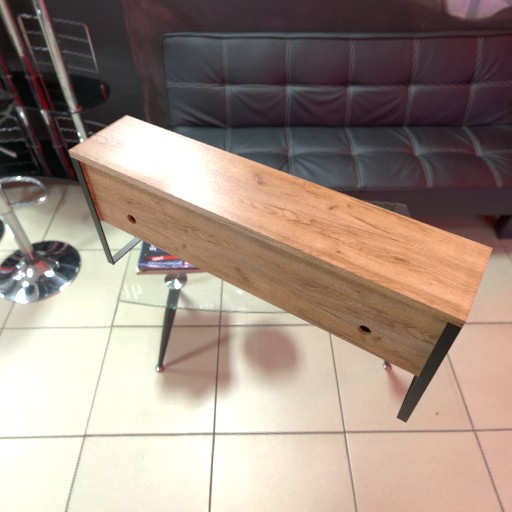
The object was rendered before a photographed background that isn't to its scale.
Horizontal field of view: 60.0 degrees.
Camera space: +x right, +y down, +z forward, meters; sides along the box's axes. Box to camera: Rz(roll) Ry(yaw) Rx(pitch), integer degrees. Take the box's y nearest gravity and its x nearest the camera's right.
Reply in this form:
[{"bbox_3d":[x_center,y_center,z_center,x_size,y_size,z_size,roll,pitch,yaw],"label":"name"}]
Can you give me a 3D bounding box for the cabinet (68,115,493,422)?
[{"bbox_3d":[0.000,0.000,2.109,1.800,0.762,0.395,24,51,21],"label":"cabinet"}]
